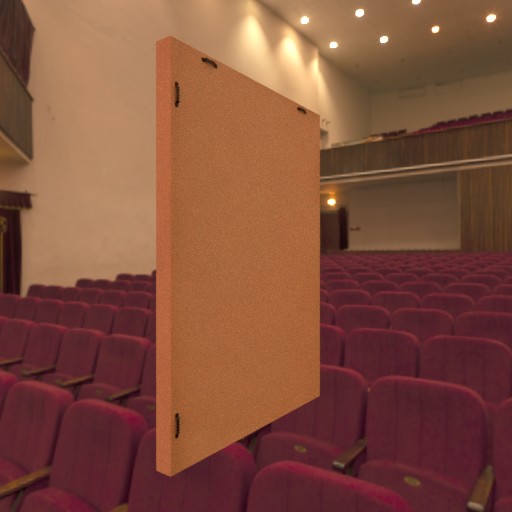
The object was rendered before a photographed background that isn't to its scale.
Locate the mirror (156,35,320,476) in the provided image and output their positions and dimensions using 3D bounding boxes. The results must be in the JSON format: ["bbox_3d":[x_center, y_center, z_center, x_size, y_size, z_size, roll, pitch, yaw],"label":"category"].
[{"bbox_3d":[0.000,0.000,0.926,0.040,0.710,0.507,0,0,36],"label":"mirror"}]
